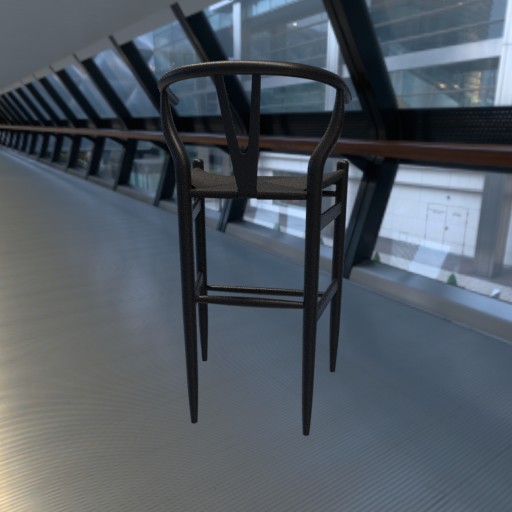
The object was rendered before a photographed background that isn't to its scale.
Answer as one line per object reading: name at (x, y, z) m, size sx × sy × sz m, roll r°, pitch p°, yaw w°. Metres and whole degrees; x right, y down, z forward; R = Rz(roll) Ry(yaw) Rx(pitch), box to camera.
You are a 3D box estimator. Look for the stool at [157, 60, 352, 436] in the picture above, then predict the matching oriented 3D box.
stool at (0.000, 0.000, 1.412) m, size 0.569 × 1.072 × 0.579 m, roll 3°, pitch 16°, yaw 9°
